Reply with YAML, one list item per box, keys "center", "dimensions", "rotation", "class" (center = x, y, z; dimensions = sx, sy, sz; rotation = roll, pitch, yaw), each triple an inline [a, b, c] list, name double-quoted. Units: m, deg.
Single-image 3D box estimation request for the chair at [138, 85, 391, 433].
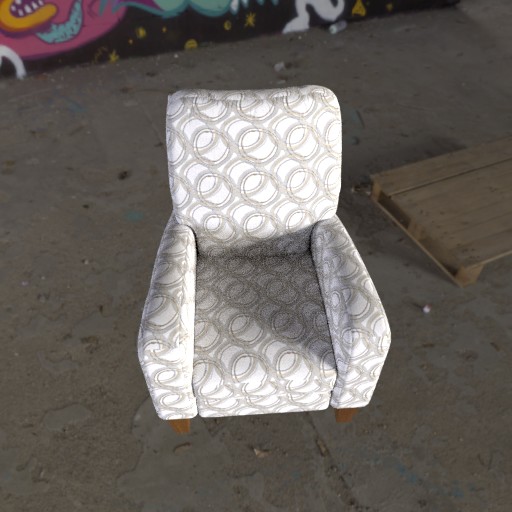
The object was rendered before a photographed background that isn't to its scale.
- center: [0.000, 0.000, 1.752]
  dimensions: [0.796, 1.065, 0.995]
  rotation: [-3, 45, -3]
  class: "chair"
